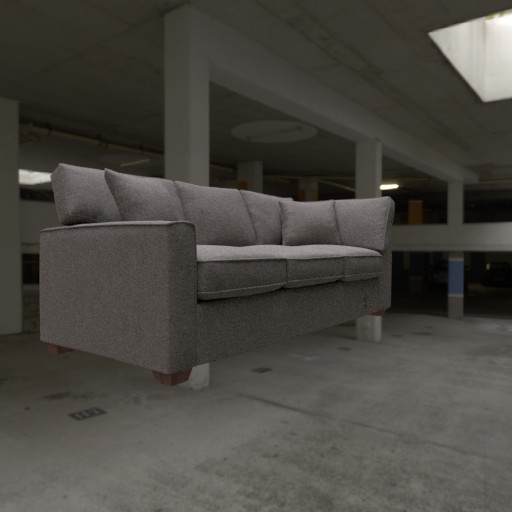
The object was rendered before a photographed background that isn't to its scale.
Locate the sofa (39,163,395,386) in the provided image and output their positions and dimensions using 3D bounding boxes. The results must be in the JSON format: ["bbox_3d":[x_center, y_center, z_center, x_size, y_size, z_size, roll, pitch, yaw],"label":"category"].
[{"bbox_3d":[0.000,0.000,2.863,1.061,0.962,2.317,1,2,38],"label":"sofa"}]
